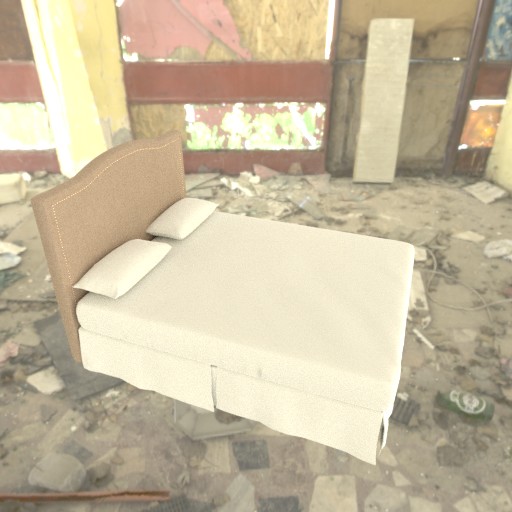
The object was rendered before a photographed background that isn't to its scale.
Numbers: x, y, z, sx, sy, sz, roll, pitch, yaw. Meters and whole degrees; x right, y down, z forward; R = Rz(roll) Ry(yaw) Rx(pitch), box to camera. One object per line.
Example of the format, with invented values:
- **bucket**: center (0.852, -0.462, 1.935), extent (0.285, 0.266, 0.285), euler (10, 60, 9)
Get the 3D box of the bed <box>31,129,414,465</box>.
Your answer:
- **bed**: center (0.000, 0.000, 3.318), extent (2.282, 1.436, 1.821), euler (11, 32, 18)
